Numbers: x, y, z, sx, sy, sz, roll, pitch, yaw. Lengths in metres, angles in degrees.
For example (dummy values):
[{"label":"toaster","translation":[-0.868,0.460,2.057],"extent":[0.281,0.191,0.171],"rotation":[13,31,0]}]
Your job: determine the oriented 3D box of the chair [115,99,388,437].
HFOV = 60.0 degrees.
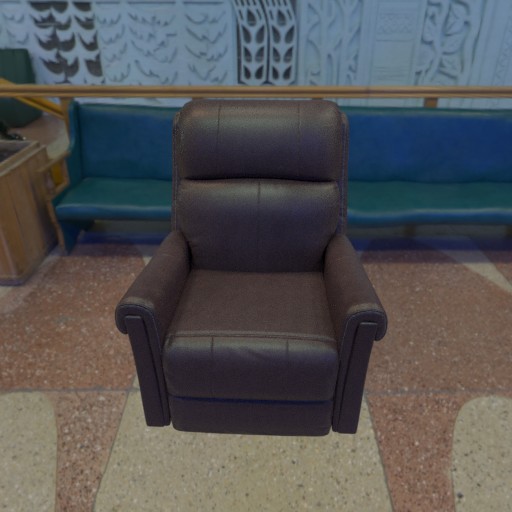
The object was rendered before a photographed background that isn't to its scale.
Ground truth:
[{"label":"chair","translation":[0.000,0.000,1.752],"extent":[0.838,1.054,1.014],"rotation":[1,30,2]}]
